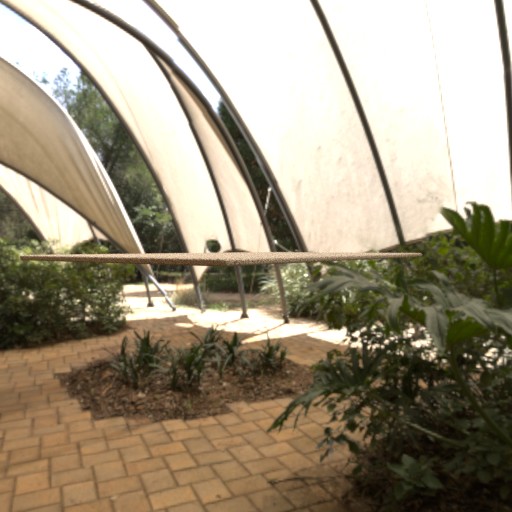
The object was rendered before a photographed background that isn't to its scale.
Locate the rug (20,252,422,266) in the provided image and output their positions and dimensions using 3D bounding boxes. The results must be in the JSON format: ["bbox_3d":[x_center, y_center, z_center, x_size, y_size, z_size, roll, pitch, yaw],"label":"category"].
[{"bbox_3d":[0.000,0.000,3.023,1.524,0.030,2.438,1,1,36],"label":"rug"}]
